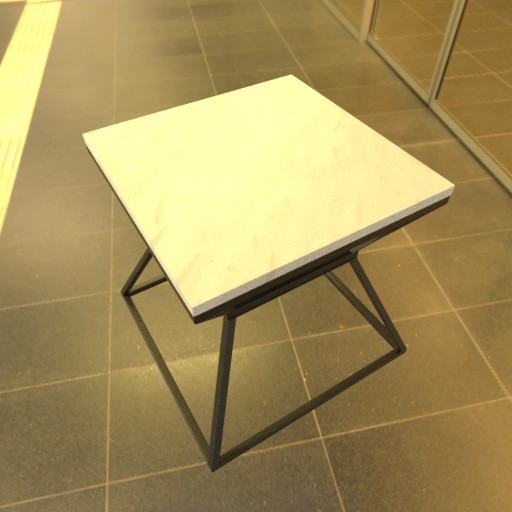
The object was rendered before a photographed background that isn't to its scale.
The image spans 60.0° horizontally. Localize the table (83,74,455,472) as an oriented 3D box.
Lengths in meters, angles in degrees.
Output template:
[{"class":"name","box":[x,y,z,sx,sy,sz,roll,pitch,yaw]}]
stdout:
[{"class":"table","box":[0.000,0.000,0.822,0.455,0.431,0.455,-24,51,-21]}]
